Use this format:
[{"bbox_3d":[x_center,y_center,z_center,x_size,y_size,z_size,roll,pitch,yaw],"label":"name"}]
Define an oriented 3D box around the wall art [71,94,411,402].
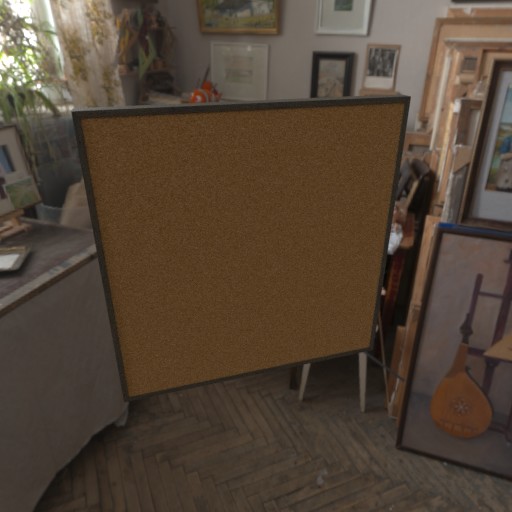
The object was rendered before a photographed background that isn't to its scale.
[{"bbox_3d":[0.000,0.000,1.143,0.758,0.758,0.039,-8,28,-15],"label":"wall art"}]
